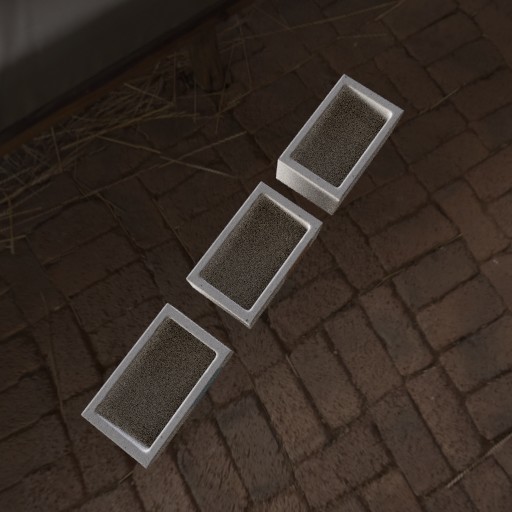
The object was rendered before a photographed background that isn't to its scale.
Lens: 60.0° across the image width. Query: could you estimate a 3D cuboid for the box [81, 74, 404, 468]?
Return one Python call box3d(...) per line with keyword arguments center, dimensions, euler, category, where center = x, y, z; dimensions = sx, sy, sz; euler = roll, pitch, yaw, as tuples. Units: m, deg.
box3d(center=(0.000, 0.000, 0.488), dimensions=(0.082, 0.051, 0.461), euler=(35, 79, 8), category="box")
